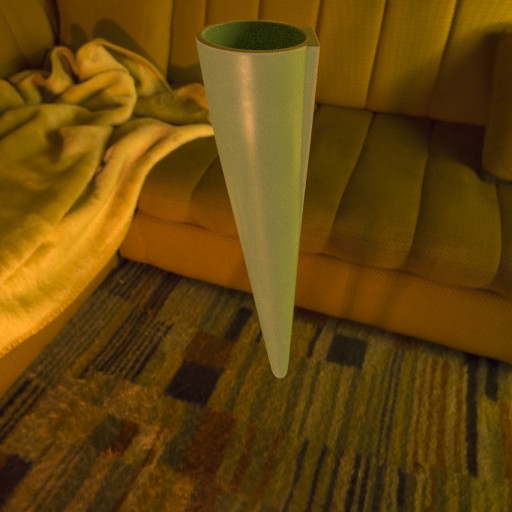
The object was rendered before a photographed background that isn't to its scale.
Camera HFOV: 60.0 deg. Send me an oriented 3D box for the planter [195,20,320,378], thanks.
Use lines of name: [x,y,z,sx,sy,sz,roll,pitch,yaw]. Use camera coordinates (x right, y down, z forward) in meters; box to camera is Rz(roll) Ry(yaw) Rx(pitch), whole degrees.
planter: [0.000,0.000,0.289,0.055,0.268,0.054,-1,41,-1]
